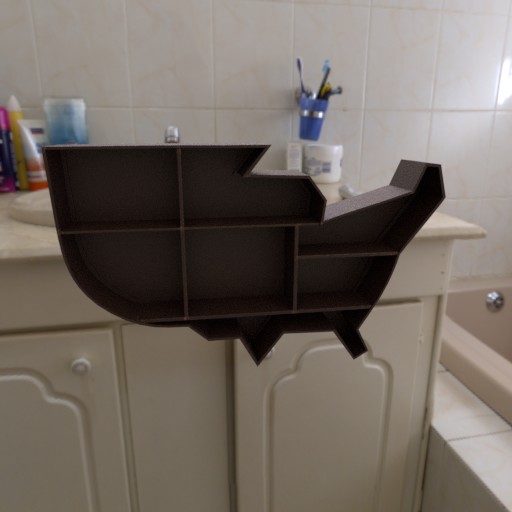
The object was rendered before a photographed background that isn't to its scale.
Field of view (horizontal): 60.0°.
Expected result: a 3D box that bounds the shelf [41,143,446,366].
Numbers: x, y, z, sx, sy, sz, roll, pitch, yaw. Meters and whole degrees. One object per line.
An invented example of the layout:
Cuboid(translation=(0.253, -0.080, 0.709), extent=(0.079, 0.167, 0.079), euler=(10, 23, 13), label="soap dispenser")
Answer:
Cuboid(translation=(0.000, 0.000, 0.893), extent=(0.729, 0.439, 0.112), euler=(-3, 16, -9), label="shelf")
